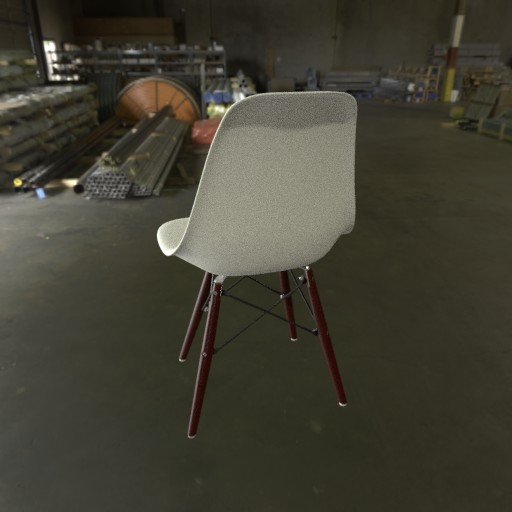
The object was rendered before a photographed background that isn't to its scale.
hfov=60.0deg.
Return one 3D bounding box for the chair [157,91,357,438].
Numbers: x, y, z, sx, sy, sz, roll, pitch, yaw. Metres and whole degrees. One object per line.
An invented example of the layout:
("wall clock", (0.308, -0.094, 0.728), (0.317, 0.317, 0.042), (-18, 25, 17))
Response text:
("chair", (0.000, 0.000, 1.132), (0.470, 0.826, 0.533), (-8, 26, -16))
